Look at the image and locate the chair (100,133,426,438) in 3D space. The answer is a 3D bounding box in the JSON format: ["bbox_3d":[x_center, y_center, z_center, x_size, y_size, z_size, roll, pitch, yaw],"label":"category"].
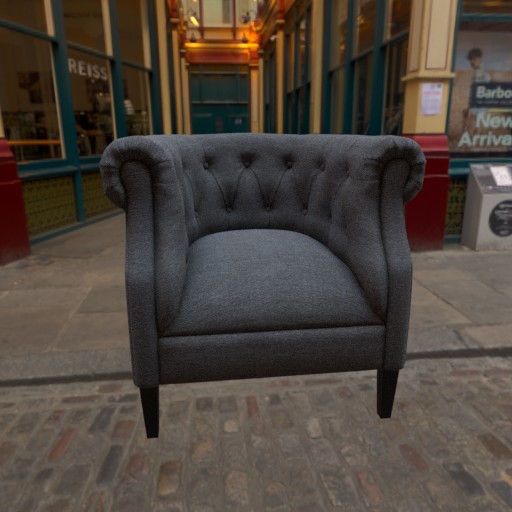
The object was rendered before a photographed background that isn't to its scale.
[{"bbox_3d":[0.000,0.000,1.552,0.905,0.827,0.852,-2,16,-7],"label":"chair"}]
